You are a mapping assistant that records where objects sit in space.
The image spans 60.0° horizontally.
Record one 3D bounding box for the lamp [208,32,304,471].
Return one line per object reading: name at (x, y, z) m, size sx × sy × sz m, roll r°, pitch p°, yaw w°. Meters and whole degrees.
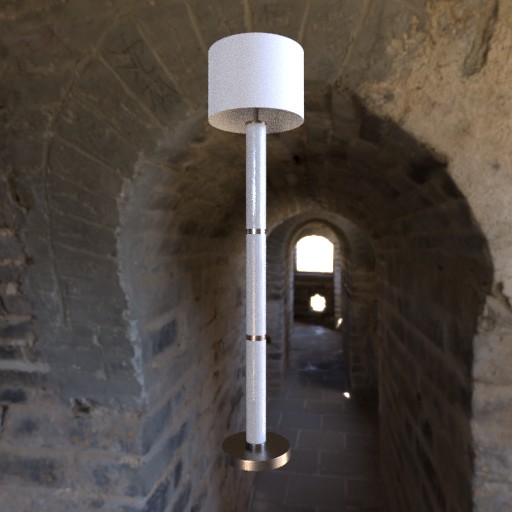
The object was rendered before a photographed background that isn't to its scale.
lamp at (0.000, 0.000, 1.772) m, size 0.377 × 1.599 × 0.377 m, roll -1°, pitch 2°, yaw -37°
